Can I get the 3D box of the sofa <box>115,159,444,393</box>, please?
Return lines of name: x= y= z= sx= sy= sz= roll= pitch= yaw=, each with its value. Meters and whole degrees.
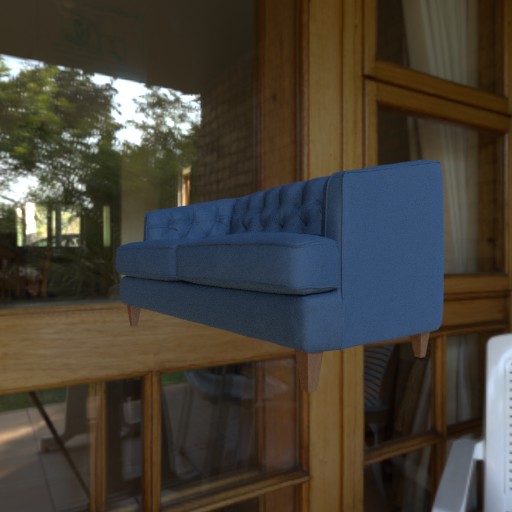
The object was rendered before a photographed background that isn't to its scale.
sofa: x=0.000 y=0.000 z=2.260 sx=0.941 sy=0.854 sz=1.733 roll=0 pitch=0 yaw=-35
